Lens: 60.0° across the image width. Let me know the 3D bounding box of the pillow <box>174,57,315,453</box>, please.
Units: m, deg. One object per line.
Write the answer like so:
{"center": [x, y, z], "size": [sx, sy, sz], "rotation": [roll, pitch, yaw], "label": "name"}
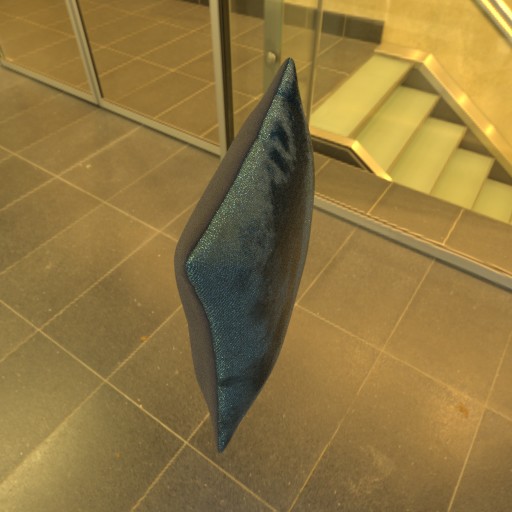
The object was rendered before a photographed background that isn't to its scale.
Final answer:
{"center": [0.000, 0.000, 0.663], "size": [0.138, 0.430, 0.436], "rotation": [11, 48, 10], "label": "pillow"}
